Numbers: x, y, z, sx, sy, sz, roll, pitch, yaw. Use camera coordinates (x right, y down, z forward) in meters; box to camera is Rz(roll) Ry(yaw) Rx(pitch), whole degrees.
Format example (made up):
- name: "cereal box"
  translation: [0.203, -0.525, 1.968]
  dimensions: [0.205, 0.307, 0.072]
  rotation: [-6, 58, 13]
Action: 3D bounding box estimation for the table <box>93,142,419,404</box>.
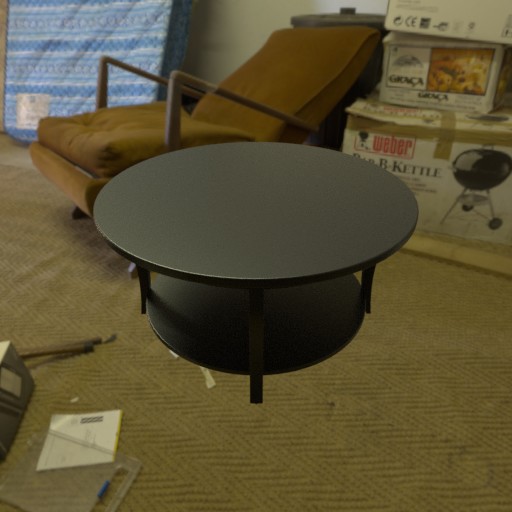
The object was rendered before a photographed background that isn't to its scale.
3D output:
- name: "table"
  translation: [0.000, 0.000, 1.423]
  dimensions: [0.914, 0.457, 0.914]
  rotation: [0, 32, 0]
